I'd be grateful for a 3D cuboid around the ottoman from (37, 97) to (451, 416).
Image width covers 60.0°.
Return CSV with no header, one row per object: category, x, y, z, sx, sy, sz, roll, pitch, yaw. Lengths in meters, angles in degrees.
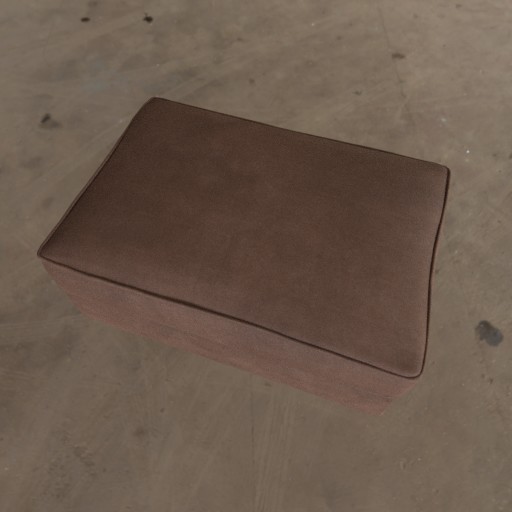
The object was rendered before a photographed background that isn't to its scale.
ottoman,0.000,0.000,1.196,0.860,0.481,0.596,16,59,10
